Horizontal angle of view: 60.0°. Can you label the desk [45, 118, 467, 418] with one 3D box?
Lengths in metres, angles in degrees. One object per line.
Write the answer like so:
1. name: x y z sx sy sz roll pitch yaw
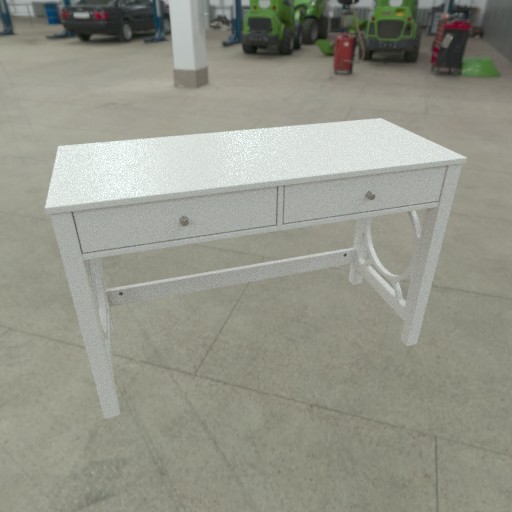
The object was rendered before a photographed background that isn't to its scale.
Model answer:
1. desk: 0.000 0.000 1.586 1.191 0.762 0.504 -9 33 -15
